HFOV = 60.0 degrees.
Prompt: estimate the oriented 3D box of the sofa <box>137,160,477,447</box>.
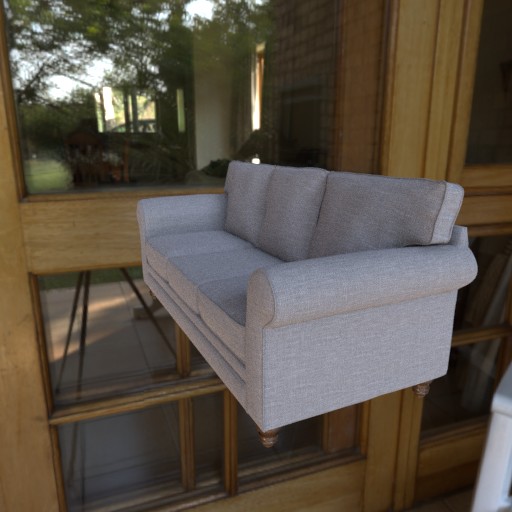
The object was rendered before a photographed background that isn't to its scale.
[{"bbox_3d":[0.000,0.000,2.446,0.916,0.961,2.084,-7,16,-25],"label":"sofa"}]
